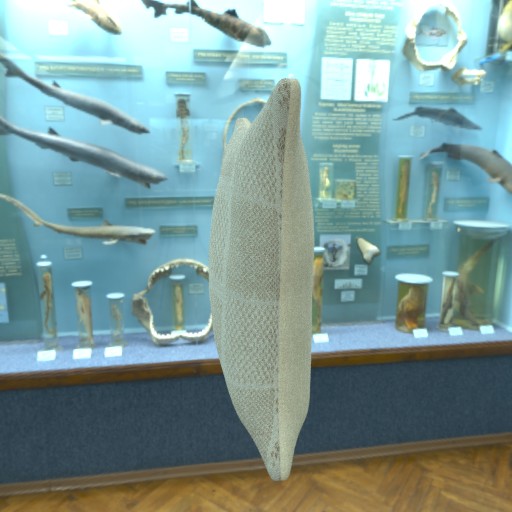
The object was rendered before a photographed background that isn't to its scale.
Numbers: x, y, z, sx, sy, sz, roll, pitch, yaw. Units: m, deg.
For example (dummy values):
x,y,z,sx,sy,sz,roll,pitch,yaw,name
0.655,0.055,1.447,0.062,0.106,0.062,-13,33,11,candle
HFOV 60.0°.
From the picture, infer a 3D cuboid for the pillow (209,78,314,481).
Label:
x,y,z,sx,sy,sz,roll,pitch,yaw,name
0.000,0.000,0.662,0.138,0.432,0.436,-2,12,-8,pillow
